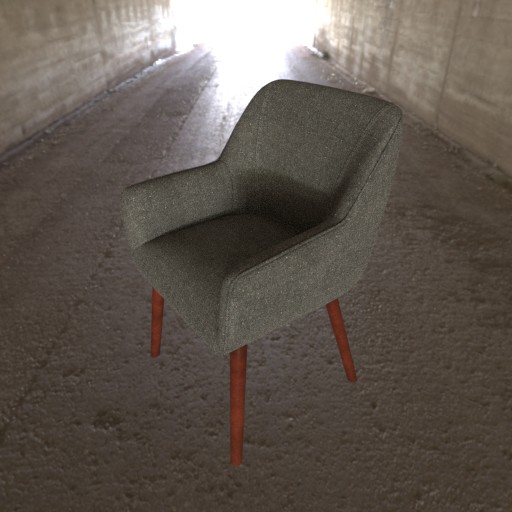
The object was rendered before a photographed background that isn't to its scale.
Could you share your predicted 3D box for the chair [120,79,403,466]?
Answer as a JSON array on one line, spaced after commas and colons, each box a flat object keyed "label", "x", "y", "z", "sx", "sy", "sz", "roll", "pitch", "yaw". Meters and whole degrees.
[{"label": "chair", "x": 0.000, "y": 0.000, "z": 1.180, "sx": 0.519, "sy": 0.803, "sz": 0.543, "roll": -21, "pitch": 37, "yaw": -30}]
